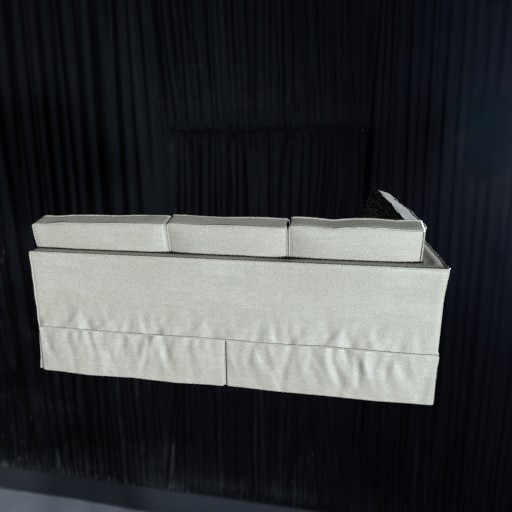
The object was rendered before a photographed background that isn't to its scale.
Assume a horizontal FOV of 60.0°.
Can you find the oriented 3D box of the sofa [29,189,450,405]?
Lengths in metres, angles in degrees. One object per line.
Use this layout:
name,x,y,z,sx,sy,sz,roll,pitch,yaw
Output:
sofa,0.000,0.000,3.951,2.623,1.081,2.618,2,14,9
